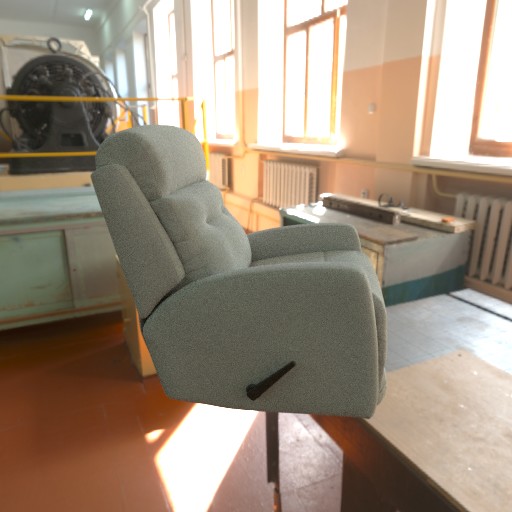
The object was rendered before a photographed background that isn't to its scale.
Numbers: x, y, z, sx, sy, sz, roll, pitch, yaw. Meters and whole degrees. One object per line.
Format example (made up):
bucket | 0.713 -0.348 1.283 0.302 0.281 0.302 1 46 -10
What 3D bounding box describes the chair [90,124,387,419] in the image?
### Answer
chair | 0.000 0.000 1.783 1.043 1.013 0.798 3 17 9
